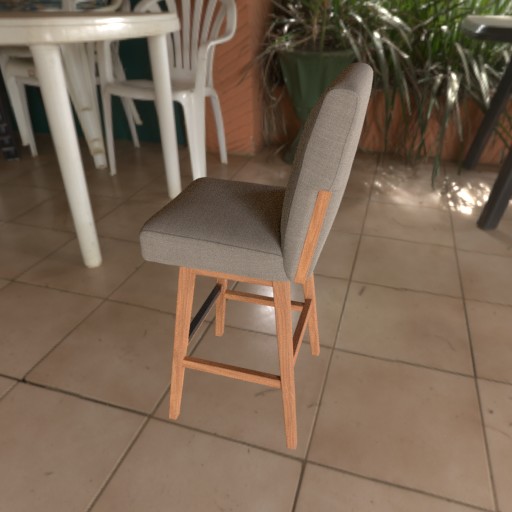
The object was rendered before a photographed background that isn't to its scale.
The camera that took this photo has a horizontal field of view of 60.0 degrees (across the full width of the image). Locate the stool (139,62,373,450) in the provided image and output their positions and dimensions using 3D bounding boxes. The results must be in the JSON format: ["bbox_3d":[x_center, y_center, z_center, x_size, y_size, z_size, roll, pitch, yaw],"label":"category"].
[{"bbox_3d":[0.000,0.000,1.394,0.570,1.112,0.483,8,31,14],"label":"stool"}]
